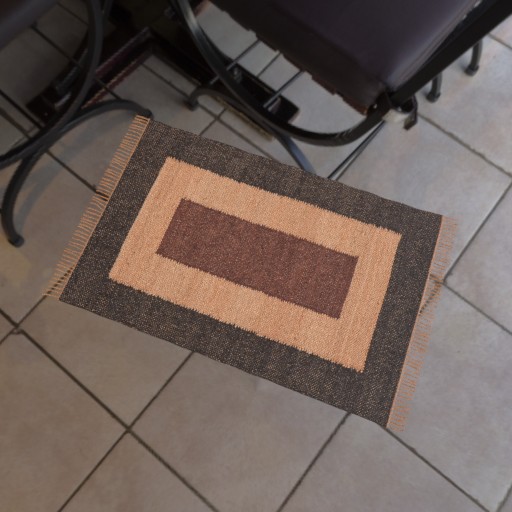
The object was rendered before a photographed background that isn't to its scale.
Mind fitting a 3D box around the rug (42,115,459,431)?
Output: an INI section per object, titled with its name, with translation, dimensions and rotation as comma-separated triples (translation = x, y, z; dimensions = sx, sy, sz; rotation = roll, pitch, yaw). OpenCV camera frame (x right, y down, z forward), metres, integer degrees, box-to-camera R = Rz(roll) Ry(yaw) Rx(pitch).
[rug]
translation = 0.000, 0.000, 1.862
dimensions = 1.541, 0.013, 0.920
rotation = 20, 74, 6
